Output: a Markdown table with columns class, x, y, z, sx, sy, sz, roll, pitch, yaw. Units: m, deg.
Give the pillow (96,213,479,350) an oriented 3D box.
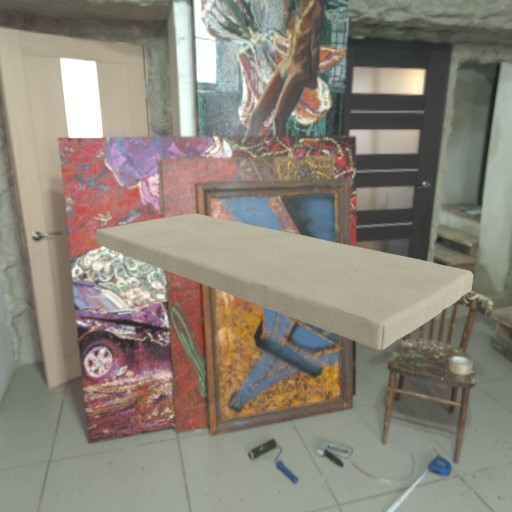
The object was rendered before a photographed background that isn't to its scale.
| class | x | y | z | sx | sy | sz | roll | pitch | yaw |
| --- | --- | --- | --- | --- | --- | --- | --- | --- | --- |
| pillow | 0.000 | 0.000 | 1.365 | 1.187 | 0.081 | 0.492 | 15 | 22 | 43 |
